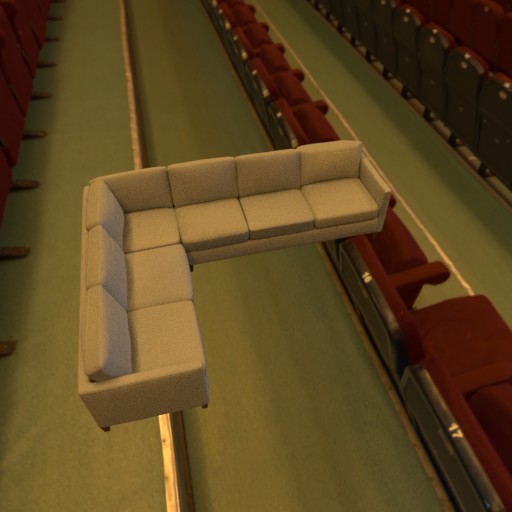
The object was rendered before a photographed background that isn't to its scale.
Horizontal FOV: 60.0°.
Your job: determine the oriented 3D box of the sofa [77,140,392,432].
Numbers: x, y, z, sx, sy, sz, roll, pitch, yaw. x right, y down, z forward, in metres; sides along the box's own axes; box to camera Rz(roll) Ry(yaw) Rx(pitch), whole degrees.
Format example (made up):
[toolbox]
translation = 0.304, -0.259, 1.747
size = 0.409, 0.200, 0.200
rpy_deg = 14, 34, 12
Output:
[sofa]
translation = 0.000, 0.000, 4.471
size = 3.301, 0.947, 2.592
rpy_deg = -10, 47, -10
